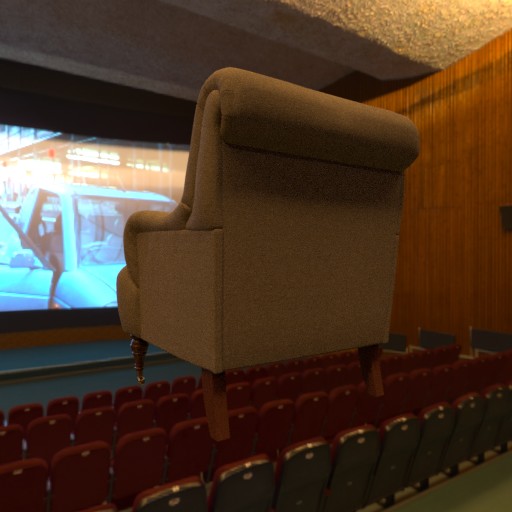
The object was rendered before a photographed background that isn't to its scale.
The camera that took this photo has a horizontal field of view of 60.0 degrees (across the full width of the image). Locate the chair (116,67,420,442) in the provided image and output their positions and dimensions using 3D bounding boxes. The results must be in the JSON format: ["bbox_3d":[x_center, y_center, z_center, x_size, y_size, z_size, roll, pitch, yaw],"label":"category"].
[{"bbox_3d":[0.000,0.000,1.553,0.766,0.942,0.843,0,0,-35],"label":"chair"}]
